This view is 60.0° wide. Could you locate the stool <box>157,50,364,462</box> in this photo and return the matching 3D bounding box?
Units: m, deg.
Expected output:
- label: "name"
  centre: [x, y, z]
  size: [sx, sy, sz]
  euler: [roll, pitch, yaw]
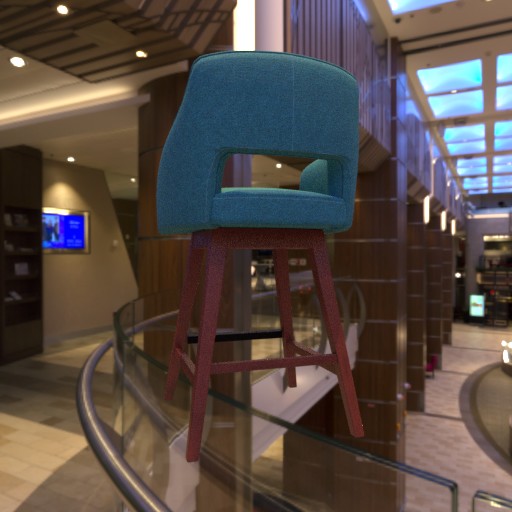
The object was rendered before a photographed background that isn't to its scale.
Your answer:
- label: "stool"
  centre: [0.000, 0.000, 1.298]
  size: [0.548, 0.961, 0.556]
  euler: [0, 1, -18]
